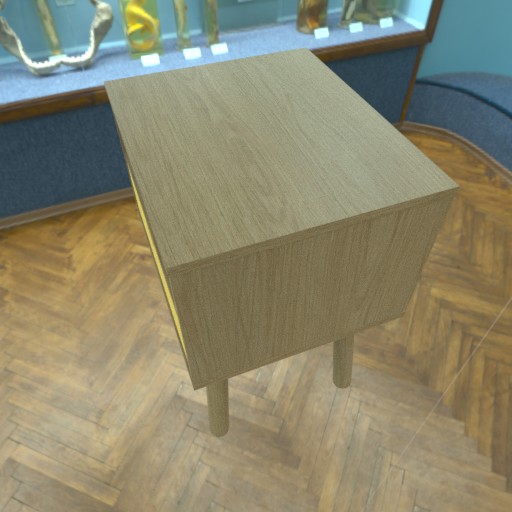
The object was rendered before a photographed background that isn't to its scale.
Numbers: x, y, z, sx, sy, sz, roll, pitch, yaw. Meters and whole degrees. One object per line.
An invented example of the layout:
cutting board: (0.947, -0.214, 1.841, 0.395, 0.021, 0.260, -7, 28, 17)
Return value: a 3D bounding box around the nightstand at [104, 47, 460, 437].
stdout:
nightstand: (0.000, 0.000, 0.868, 0.380, 0.571, 0.450, -16, 50, -14)
